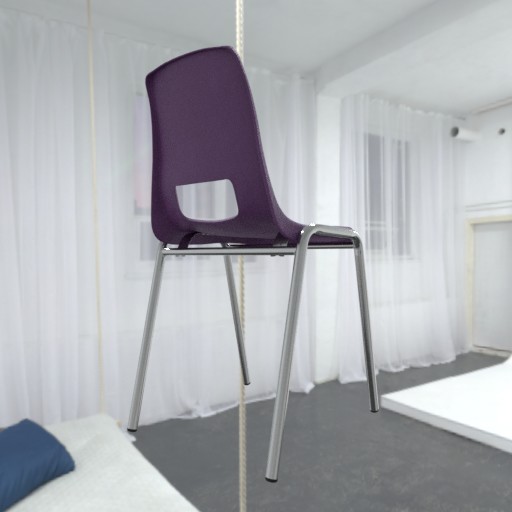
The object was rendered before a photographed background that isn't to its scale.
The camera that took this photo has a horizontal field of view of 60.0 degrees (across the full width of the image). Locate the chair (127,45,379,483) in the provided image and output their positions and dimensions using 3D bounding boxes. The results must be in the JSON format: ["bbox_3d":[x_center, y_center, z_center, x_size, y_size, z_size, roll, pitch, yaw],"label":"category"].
[{"bbox_3d":[0.000,0.000,0.941,0.381,0.704,0.432,0,0,36],"label":"chair"}]
